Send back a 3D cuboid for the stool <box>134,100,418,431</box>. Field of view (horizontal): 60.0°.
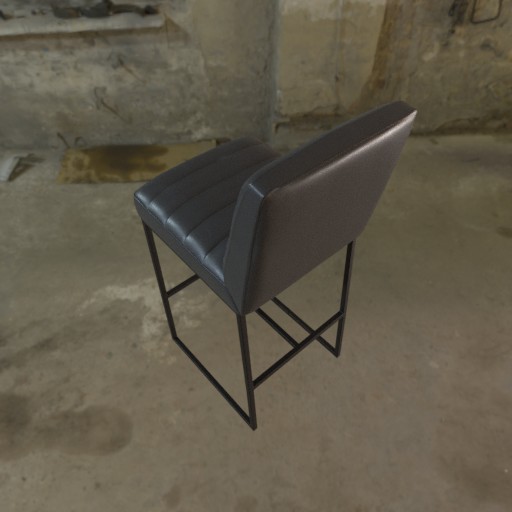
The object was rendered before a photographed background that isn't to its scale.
[{"bbox_3d":[0.000,0.000,1.334,0.457,1.040,0.552,-33,55,-27],"label":"stool"}]
